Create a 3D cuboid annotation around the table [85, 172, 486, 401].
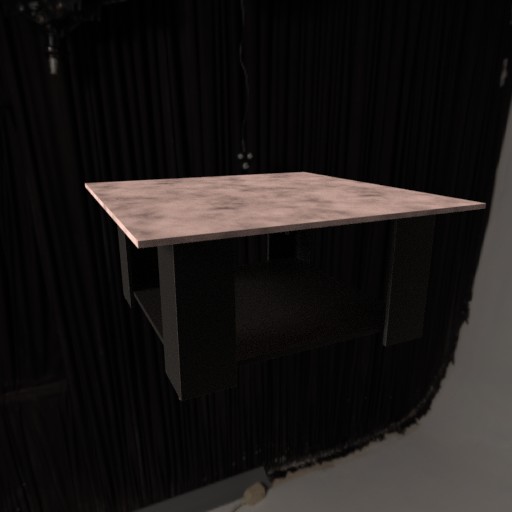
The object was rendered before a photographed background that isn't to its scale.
[{"bbox_3d":[0.000,0.000,1.053,0.670,0.305,0.670,-8,18,-25],"label":"table"}]
